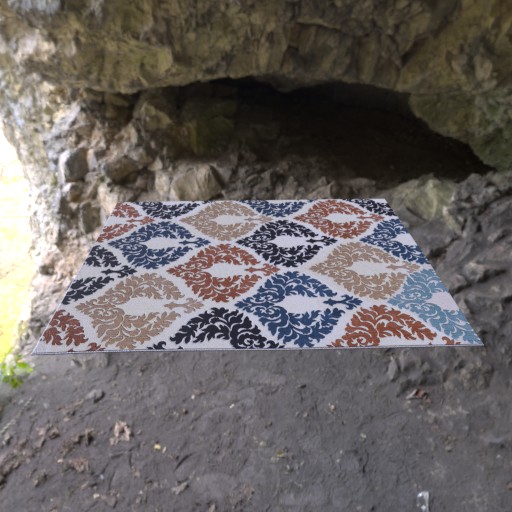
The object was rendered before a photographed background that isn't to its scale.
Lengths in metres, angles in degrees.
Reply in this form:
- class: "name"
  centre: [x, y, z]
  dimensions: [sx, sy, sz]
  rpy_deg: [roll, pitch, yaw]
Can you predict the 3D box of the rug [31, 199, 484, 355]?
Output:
- class: "rug"
  centre: [0.000, 0.000, 3.984]
  dimensions: [3.040, 0.014, 2.423]
  rpy_deg: [-1, 31, -2]
